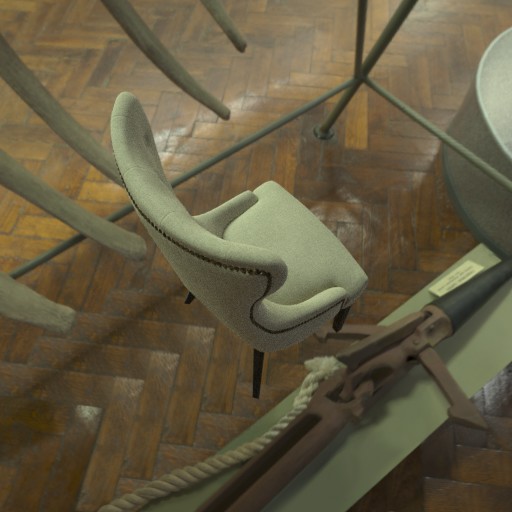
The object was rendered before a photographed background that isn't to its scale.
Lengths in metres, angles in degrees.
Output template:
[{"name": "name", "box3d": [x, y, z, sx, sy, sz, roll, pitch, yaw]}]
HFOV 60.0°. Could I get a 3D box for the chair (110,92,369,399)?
[{"name": "chair", "box3d": [0.000, 0.000, 1.388, 0.590, 1.065, 0.584, -33, 65, -18]}]
